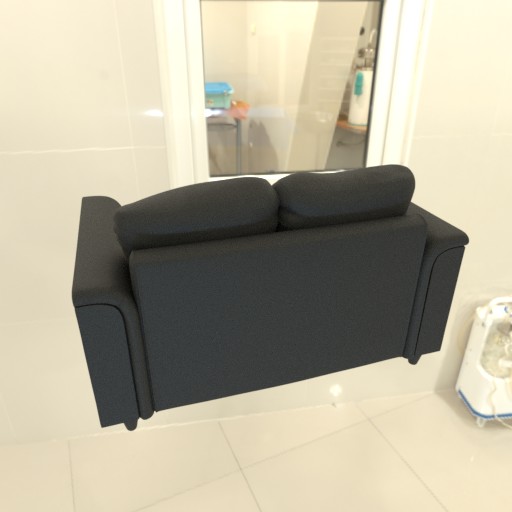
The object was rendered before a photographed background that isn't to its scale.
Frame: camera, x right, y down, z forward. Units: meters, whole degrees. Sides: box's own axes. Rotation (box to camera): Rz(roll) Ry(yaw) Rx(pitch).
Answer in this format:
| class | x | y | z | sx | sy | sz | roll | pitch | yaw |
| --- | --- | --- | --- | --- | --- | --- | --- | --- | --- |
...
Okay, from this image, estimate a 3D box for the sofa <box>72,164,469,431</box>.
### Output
| class | x | y | z | sx | sy | sz | roll | pitch | yaw |
| --- | --- | --- | --- | --- | --- | --- | --- | --- | --- |
| sofa | 0.000 | 0.000 | 1.911 | 1.386 | 0.845 | 0.887 | -8 | 29 | -15 |
